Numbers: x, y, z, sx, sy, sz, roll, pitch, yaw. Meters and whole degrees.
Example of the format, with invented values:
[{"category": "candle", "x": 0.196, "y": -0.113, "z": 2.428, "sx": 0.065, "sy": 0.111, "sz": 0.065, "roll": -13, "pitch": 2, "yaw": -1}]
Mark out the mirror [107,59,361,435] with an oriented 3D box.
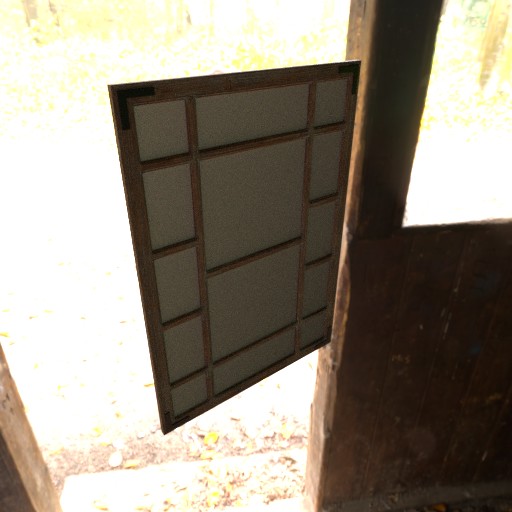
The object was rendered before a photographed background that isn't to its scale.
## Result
[{"category": "mirror", "x": 0.000, "y": 0.000, "z": 1.277, "sx": 0.705, "sy": 0.996, "sz": 0.025, "roll": -20, "pitch": 36, "yaw": -31}]
